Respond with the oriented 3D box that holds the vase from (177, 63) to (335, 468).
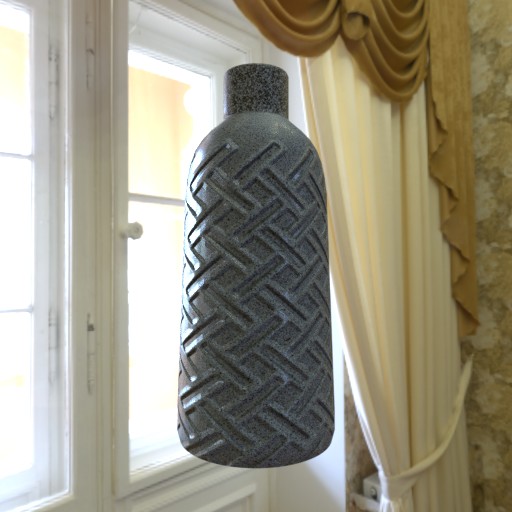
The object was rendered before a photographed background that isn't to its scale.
[{"bbox_3d":[0.000,0.000,0.348,0.122,0.282,0.122,0,-1,0],"label":"vase"}]
